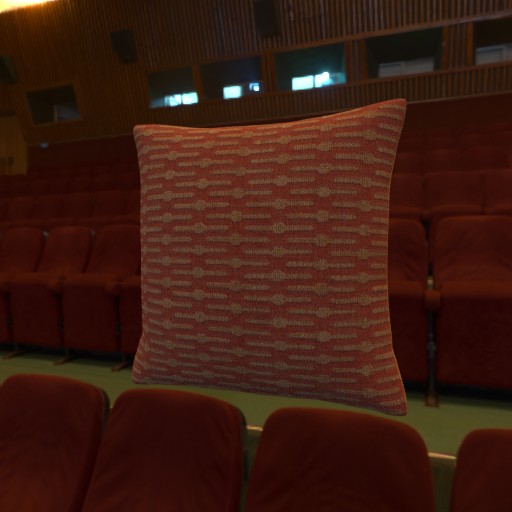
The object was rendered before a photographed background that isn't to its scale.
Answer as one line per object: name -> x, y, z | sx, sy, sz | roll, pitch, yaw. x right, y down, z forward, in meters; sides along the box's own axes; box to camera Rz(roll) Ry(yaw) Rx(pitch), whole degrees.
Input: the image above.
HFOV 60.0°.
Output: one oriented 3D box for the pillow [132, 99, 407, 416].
pillow -> 0.000, 0.000, 0.785 | 0.511, 0.503, 0.182 | 0, 1, 19
